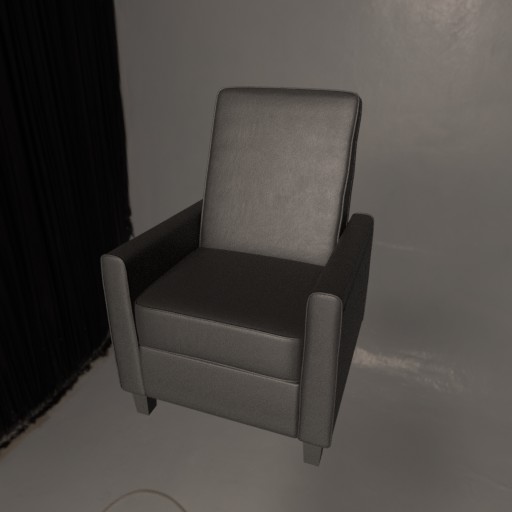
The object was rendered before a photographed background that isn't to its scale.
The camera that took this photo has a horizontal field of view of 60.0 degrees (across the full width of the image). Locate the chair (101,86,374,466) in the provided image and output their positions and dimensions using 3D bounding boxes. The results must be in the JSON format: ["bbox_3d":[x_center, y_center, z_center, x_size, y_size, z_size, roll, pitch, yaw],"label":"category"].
[{"bbox_3d":[0.000,0.000,1.490,0.705,1.013,0.746,9,27,18],"label":"chair"}]
